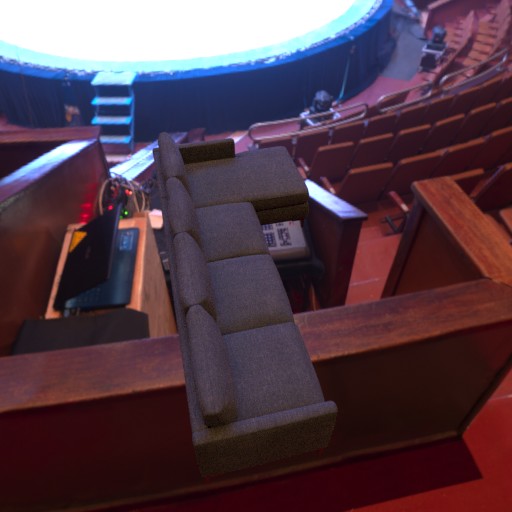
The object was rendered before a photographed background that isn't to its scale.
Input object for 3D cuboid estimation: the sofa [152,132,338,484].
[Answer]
[{"bbox_3d":[0.000,0.000,3.482,1.350,0.810,2.932,-10,46,-9],"label":"sofa"}]
